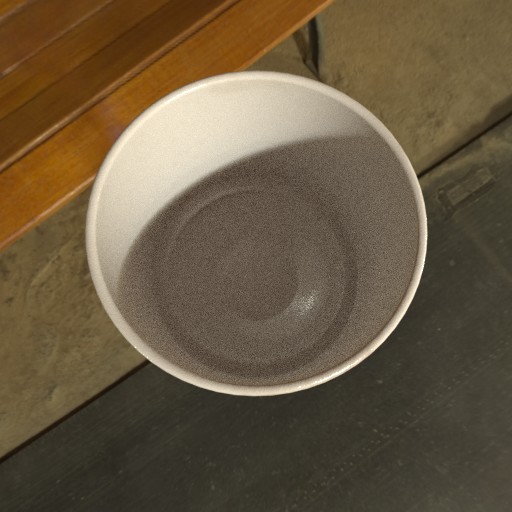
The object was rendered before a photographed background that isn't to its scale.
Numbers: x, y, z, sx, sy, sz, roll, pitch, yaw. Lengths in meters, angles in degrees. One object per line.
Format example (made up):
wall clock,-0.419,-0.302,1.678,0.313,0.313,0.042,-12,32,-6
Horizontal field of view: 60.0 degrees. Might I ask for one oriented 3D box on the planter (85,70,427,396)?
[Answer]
planter,0.000,0.000,0.334,0.193,0.177,0.193,0,75,0
